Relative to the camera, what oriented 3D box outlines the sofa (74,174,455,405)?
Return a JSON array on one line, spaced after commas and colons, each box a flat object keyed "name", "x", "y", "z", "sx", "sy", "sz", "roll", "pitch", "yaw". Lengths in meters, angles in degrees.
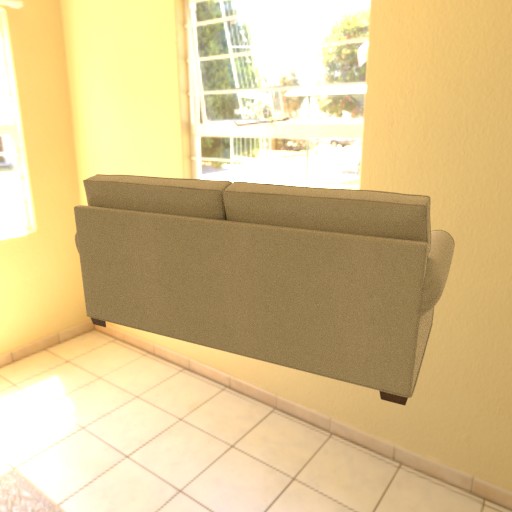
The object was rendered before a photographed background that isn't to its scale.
[{"name": "sofa", "x": 0.000, "y": 0.000, "z": 2.676, "sx": 2.146, "sy": 0.962, "sz": 0.901, "roll": 8, "pitch": 18, "yaw": 25}]
